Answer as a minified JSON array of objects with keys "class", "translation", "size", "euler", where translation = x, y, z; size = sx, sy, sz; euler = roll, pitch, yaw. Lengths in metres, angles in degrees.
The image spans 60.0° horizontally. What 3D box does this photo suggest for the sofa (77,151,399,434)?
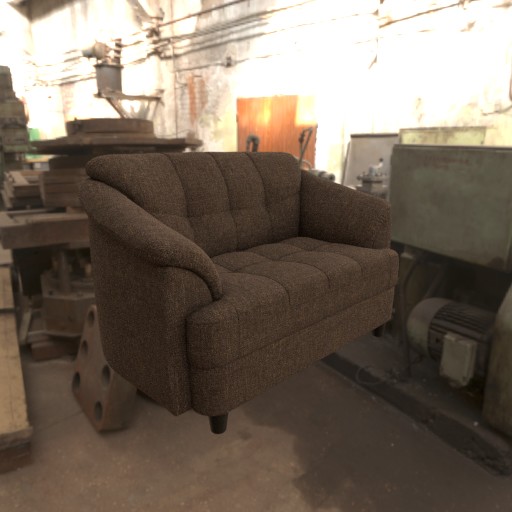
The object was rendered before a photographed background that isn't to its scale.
[{"class":"sofa","translation":[0.000,0.000,1.969],"size":[0.799,0.895,1.404],"euler":[13,19,42]}]
